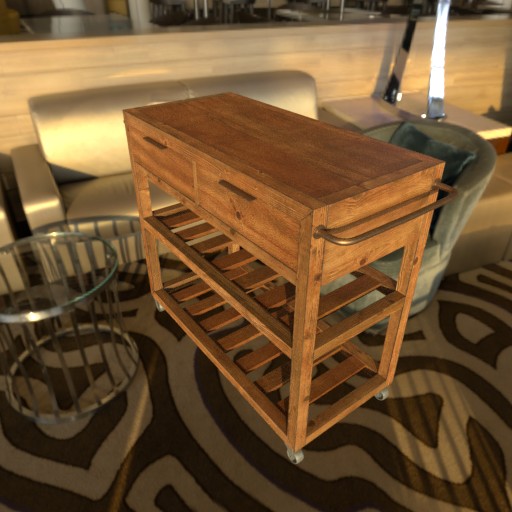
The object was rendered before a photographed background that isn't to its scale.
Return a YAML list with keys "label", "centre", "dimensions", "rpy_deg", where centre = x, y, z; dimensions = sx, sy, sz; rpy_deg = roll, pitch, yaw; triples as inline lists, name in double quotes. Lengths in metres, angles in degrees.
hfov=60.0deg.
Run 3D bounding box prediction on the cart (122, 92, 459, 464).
- label: "cart"
  centre: [0.000, 0.000, 1.474]
  dimensions: [0.445, 0.830, 1.065]
  rpy_deg: [-22, 39, -30]
